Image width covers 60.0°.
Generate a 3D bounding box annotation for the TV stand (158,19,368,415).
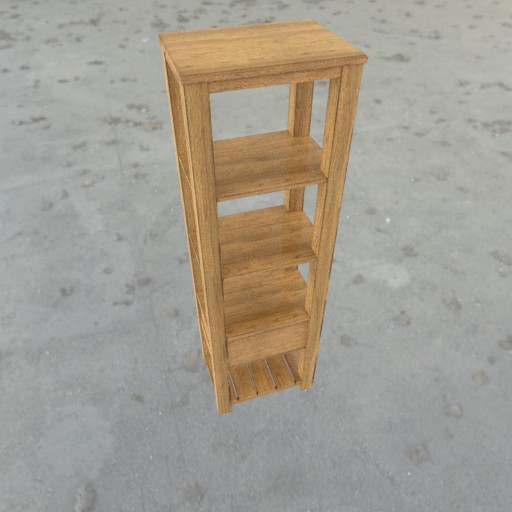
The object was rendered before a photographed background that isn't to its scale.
[{"bbox_3d":[0.000,0.000,2.020,0.565,1.828,0.435,-12,43,-13],"label":"TV stand"}]
